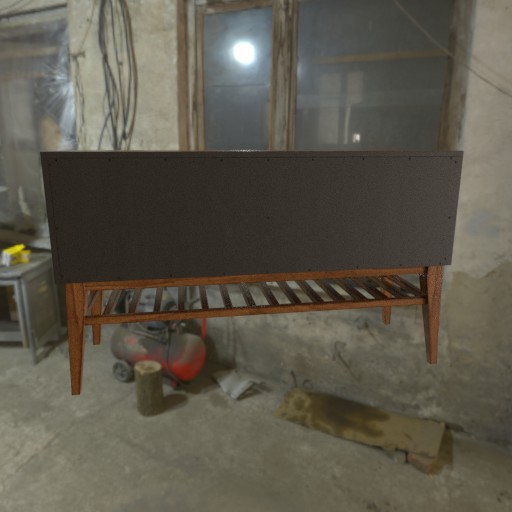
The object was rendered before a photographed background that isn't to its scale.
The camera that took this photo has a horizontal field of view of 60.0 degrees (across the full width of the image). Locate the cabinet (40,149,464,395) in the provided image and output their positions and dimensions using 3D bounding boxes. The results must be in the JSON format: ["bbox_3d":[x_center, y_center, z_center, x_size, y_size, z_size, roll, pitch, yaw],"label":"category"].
[{"bbox_3d":[0.000,0.000,1.732,1.363,0.802,0.477,-2,14,-9],"label":"cabinet"}]
